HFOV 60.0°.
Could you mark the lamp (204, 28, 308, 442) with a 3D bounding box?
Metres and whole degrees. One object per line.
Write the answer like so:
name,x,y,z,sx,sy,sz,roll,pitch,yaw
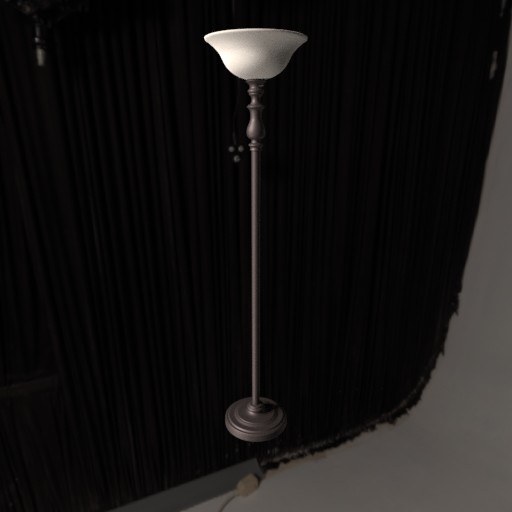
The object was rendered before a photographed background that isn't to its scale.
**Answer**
lamp,0.000,0.000,2.015,0.405,1.797,0.405,-9,19,-26
